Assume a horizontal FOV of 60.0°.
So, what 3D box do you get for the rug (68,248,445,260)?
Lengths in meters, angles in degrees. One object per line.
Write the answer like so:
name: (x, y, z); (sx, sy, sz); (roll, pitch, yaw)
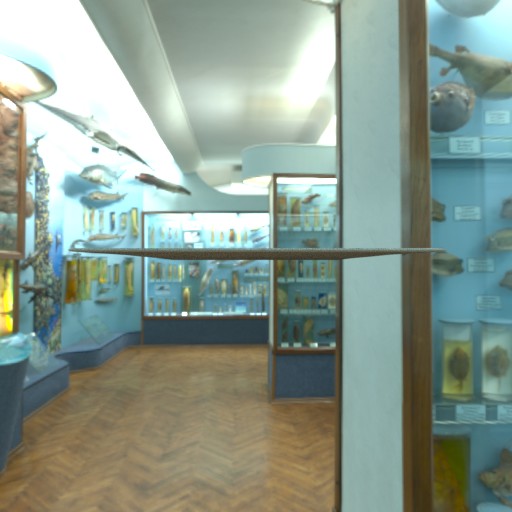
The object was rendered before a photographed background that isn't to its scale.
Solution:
rug: (0.000, 0.000, 2.341); (1.224, 0.016, 1.830); (0, -1, 0)
